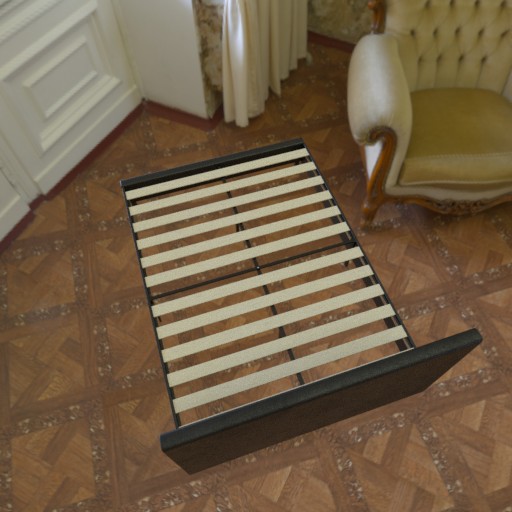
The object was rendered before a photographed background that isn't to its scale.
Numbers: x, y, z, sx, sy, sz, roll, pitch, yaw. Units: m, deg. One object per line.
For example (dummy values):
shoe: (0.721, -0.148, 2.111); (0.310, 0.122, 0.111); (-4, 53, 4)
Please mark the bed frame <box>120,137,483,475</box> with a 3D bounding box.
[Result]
bed frame: (0.000, 0.000, 3.126); (1.634, 1.127, 2.318); (-16, 59, -10)
